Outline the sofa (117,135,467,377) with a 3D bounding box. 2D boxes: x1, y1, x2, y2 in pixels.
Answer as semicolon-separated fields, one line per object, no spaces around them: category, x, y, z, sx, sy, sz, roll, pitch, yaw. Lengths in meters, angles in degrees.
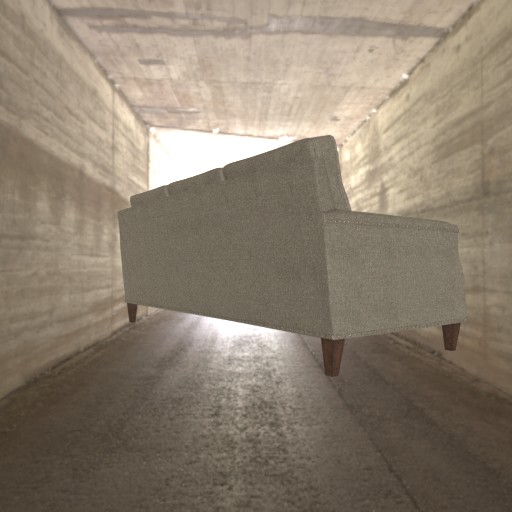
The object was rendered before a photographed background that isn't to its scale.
sofa;0.000;0.000;2.865;1.084;1.003;2.246;1;-2;-37
